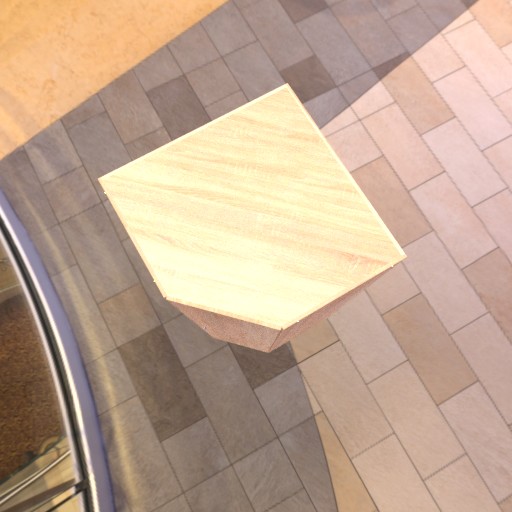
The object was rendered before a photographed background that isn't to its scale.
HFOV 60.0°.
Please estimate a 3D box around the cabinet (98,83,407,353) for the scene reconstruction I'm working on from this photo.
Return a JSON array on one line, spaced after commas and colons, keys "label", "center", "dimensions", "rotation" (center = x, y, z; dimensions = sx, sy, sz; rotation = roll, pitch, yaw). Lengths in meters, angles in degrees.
[{"label": "cabinet", "center": [0.000, 0.000, 2.889], "dimensions": [1.327, 2.120, 1.094], "rotation": [15, 76, 4]}]
